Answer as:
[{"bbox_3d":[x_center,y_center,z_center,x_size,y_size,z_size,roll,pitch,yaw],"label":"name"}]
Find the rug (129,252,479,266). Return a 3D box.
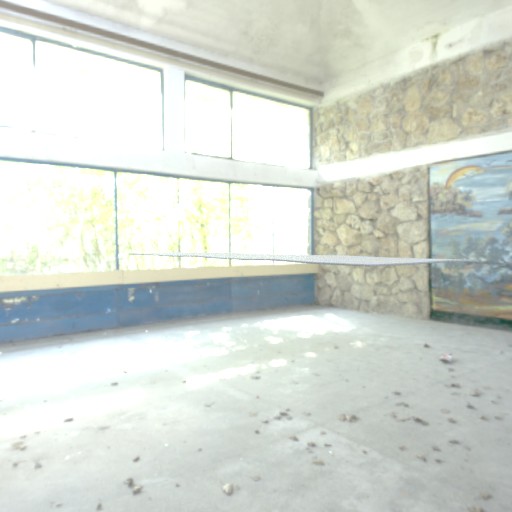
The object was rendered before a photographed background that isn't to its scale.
[{"bbox_3d":[0.000,0.000,2.800,0.762,0.013,2.439,-1,2,-36],"label":"rug"}]
